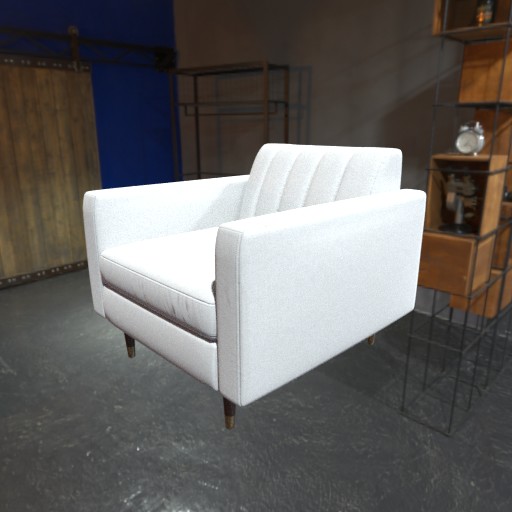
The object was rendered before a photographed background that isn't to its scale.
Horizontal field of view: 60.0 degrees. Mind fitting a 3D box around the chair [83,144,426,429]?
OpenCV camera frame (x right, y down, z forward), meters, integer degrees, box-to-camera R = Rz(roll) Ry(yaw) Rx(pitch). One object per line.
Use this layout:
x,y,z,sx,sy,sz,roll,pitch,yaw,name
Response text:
0.000,0.000,1.744,0.998,0.819,0.953,-15,22,-42,chair
